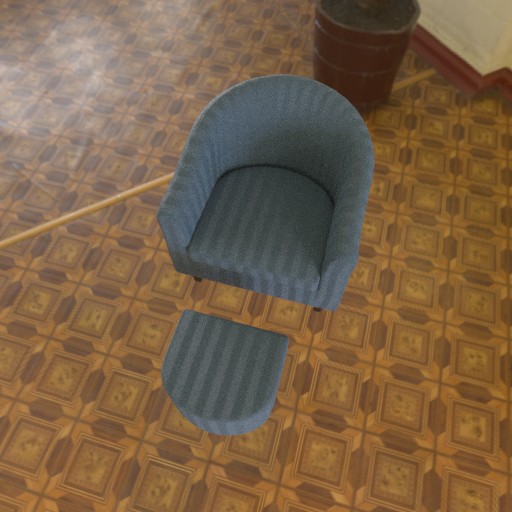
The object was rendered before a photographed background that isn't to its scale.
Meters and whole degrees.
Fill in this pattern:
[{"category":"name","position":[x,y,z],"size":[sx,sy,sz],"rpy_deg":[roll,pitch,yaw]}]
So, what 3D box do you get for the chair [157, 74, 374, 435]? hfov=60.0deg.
[{"category":"chair","position":[0.000,0.000,1.770],"size":[0.756,0.757,1.288],"rpy_deg":[14,60,8]}]
